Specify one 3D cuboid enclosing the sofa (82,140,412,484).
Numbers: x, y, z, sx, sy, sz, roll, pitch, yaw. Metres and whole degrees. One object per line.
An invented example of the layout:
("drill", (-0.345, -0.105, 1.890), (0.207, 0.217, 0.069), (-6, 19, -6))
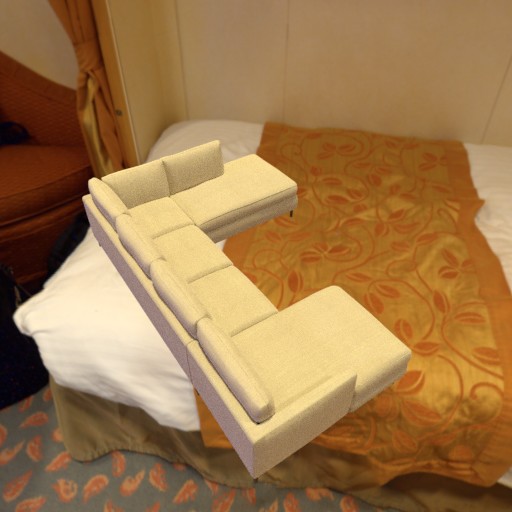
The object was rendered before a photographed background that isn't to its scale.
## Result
("sofa", (0.000, 0.000, 3.575), (1.879, 0.756, 2.737), (-25, 47, -25))
